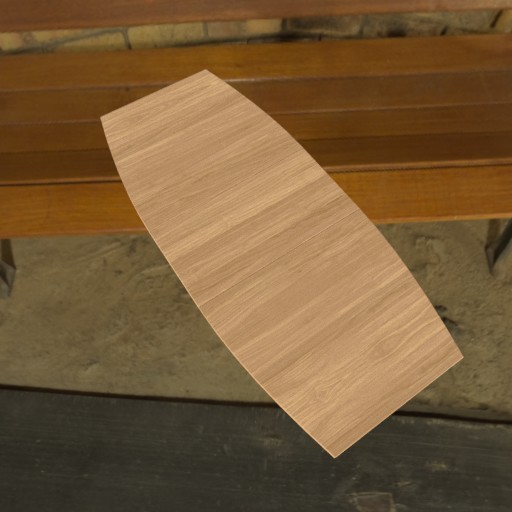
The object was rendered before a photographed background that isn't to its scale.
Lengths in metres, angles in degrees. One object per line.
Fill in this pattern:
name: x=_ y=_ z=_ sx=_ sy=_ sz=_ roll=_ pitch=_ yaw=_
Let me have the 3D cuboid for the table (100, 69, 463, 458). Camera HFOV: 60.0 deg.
table: x=0.000 y=0.000 z=2.436 sx=0.900 sy=0.750 sz=2.032 roll=-31 pitch=67 yaw=-15
